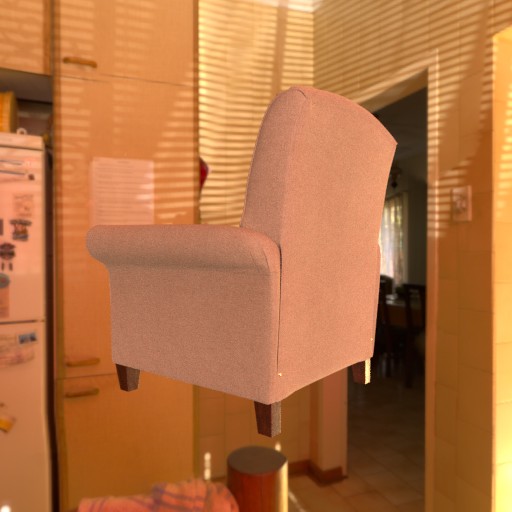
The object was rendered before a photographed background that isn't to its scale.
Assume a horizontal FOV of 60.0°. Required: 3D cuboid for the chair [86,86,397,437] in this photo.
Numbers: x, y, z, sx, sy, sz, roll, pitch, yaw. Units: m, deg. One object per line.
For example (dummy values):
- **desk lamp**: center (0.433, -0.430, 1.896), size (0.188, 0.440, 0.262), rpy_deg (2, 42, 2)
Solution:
- **chair**: center (0.000, 0.000, 1.784), size (0.905, 1.061, 0.978), rpy_deg (1, 1, 38)
